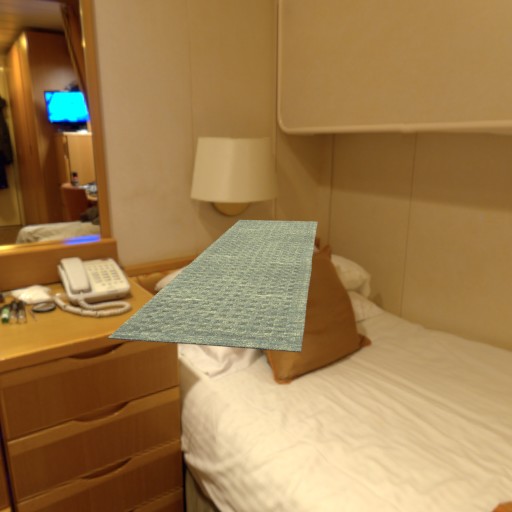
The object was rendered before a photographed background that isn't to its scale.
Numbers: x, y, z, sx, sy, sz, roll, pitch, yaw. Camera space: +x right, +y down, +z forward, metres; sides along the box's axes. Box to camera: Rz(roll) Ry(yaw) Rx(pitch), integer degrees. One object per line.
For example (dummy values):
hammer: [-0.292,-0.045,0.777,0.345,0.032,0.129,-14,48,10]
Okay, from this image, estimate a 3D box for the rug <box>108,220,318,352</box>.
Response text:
rug: [0.000,0.000,2.693,0.688,0.008,2.443,2,15,9]
